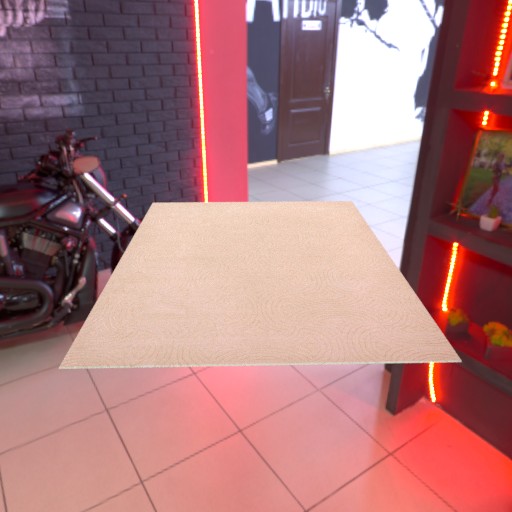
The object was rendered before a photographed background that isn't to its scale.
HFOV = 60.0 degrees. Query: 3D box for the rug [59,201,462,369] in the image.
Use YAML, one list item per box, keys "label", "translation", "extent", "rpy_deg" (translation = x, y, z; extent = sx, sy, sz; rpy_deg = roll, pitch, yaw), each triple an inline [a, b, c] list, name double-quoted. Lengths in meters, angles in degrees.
- label: "rug"
  translation: [0.000, 0.000, 3.437]
  extent: [2.073, 0.011, 2.584]
  rpy_deg: [-1, 26, -1]
